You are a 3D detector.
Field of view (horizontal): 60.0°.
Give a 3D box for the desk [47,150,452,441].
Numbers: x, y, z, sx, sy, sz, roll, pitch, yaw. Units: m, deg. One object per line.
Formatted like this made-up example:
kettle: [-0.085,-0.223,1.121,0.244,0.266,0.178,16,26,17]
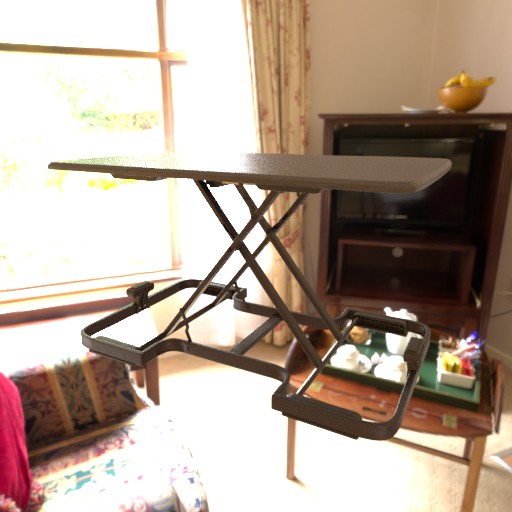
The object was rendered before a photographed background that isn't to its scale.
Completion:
desk: [0.000,0.000,1.105,0.820,0.470,0.546,9,19,27]
